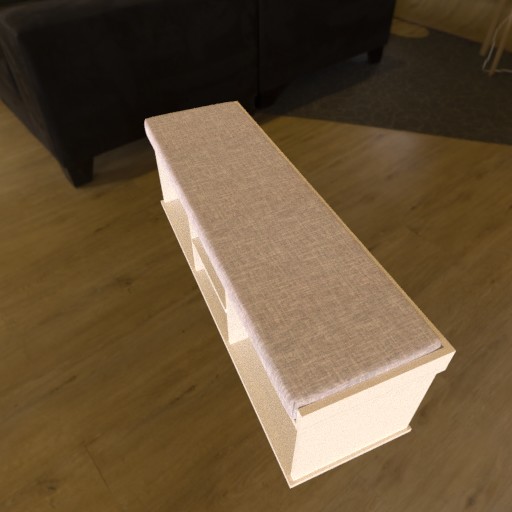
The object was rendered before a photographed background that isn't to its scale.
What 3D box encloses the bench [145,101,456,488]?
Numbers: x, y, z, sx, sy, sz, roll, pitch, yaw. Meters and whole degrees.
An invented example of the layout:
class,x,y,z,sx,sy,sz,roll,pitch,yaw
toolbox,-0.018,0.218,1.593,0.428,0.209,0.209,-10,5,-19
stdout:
class,x,y,z,sx,sy,sz,roll,pitch,yaw
bench,0.000,0.000,1.377,0.363,0.453,1.196,-17,47,-16
